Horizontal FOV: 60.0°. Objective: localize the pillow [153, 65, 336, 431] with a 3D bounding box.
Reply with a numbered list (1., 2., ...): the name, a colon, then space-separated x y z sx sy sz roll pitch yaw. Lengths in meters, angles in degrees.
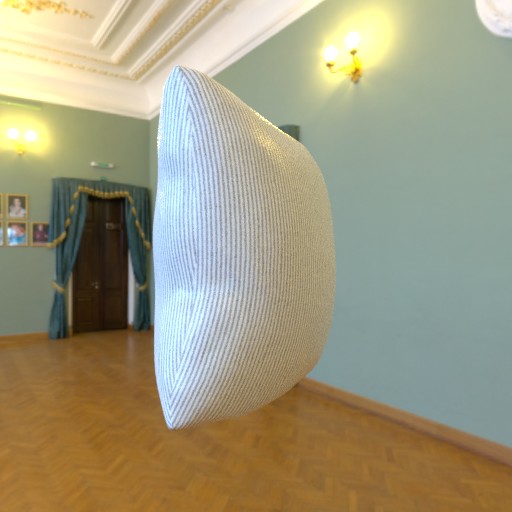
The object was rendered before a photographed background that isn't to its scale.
1. pillow: 0.000 0.000 0.694 0.387 0.432 0.310 0 0 -36
